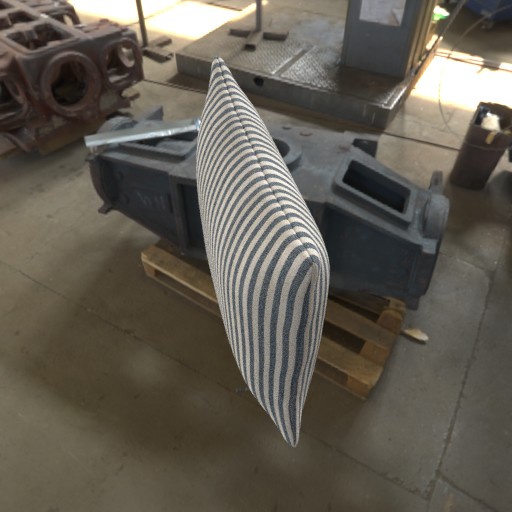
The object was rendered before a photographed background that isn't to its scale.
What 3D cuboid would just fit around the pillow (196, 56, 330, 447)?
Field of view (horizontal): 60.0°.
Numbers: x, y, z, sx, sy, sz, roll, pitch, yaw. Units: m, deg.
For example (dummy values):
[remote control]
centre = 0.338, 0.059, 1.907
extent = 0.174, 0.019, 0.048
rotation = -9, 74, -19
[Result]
[pillow]
centre = 0.000, 0.000, 0.806
extent = 0.166, 0.510, 0.523
rotation = -11, 48, -10
